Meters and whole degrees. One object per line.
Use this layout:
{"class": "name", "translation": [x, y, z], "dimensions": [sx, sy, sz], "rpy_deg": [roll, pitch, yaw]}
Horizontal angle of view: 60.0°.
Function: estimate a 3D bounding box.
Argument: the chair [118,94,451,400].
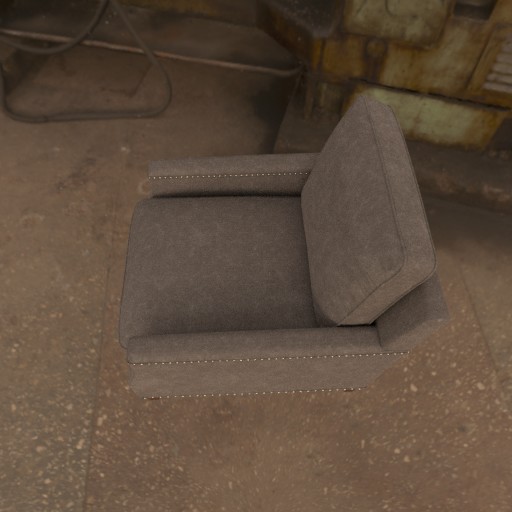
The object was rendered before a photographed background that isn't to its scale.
{"class": "chair", "translation": [0.000, 0.000, 1.664], "dimensions": [1.014, 0.948, 0.853], "rpy_deg": [-2, 59, -1]}
